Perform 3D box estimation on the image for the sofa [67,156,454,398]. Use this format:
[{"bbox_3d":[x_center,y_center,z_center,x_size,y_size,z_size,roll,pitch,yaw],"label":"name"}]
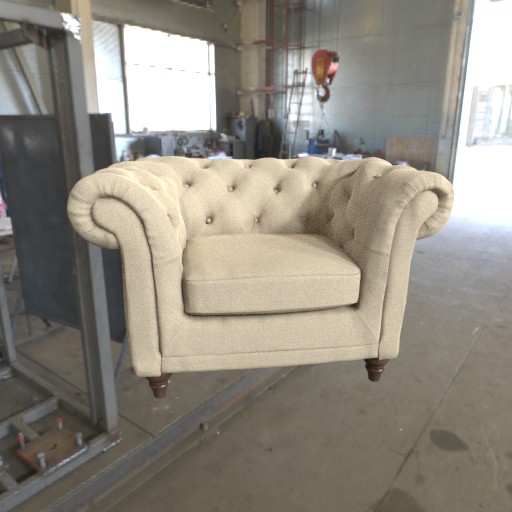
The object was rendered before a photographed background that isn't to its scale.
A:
[{"bbox_3d":[0.000,0.000,2.060,1.405,0.878,1.034,-2,17,-7],"label":"sofa"}]
